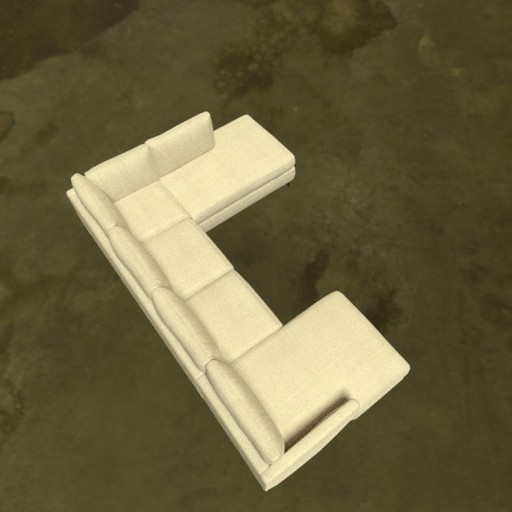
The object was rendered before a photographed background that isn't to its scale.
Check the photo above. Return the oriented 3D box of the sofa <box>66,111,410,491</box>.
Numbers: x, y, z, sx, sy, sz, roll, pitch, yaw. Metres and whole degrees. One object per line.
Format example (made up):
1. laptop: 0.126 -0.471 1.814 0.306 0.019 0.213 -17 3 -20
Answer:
1. sofa: 0.000 0.000 3.494 1.879 0.756 2.737 -33 64 -19
